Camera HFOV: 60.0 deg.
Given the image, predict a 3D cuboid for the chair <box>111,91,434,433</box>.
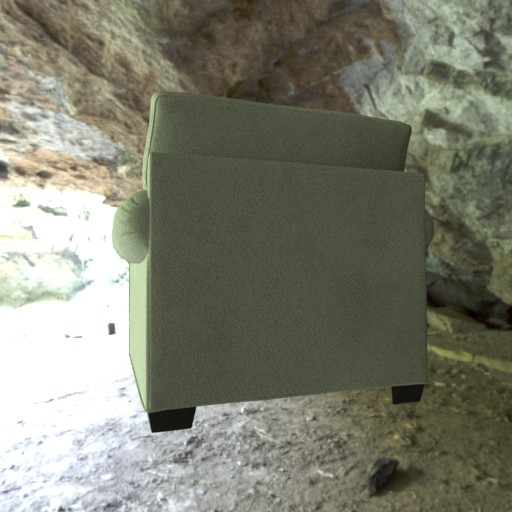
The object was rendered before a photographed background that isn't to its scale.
[{"bbox_3d":[0.000,0.000,1.852,1.147,1.044,0.939,0,-1,-19],"label":"chair"}]
